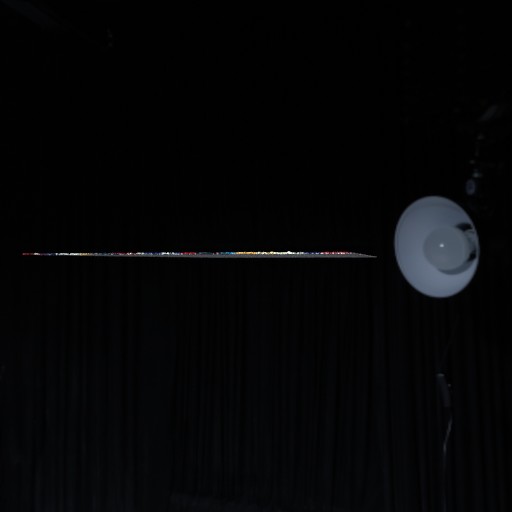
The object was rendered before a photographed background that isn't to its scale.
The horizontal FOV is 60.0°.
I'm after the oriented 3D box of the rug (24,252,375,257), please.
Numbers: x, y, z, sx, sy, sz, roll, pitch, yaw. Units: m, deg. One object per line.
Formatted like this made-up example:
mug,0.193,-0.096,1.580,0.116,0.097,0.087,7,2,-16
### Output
rug,0.000,0.000,2.928,1.465,0.012,2.465,0,-1,17
